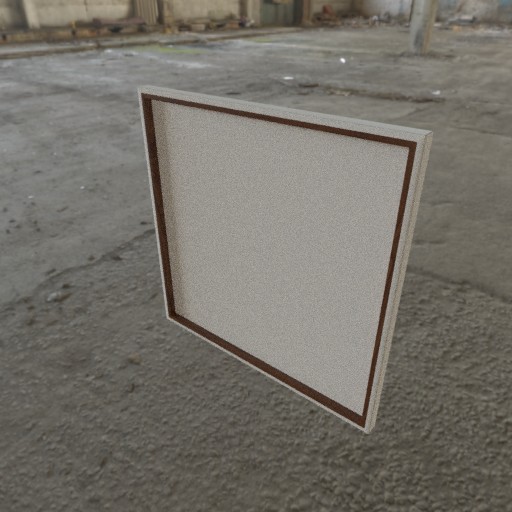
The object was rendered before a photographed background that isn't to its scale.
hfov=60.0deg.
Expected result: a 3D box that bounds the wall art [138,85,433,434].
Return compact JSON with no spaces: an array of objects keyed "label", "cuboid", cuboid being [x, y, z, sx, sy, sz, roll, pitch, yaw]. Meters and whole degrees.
[{"label":"wall art","cuboid":[0.000,0.000,1.147,0.757,0.757,0.037,22,37,32]}]
